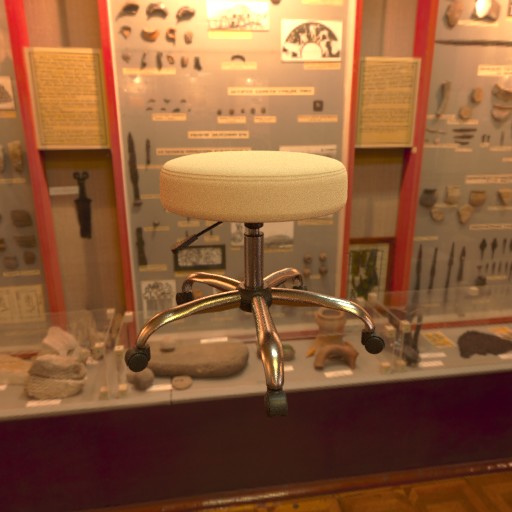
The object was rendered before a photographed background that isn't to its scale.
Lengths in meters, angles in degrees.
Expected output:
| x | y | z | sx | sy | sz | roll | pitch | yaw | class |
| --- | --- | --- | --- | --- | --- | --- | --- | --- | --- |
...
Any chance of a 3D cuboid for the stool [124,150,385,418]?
| x | y | z | sx | sy | sz | roll | pitch | yaw | class |
| --- | --- | --- | --- | --- | --- | --- | --- | --- | --- |
| 0.000 | 0.000 | 1.065 | 0.634 | 0.482 | 0.614 | -2 | 17 | -7 | stool |
